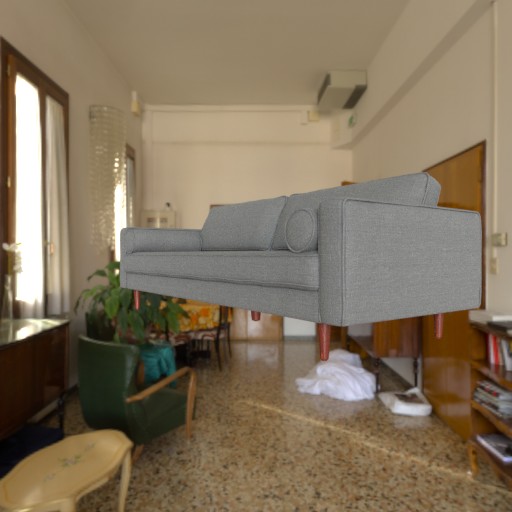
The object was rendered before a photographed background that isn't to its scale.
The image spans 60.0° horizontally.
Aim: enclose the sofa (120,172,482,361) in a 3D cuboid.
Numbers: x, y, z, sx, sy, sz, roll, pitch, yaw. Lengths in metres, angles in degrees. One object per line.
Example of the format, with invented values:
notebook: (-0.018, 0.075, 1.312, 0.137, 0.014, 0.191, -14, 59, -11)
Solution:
sofa: (0.000, 0.000, 2.592, 0.914, 0.762, 2.198, 0, 0, -36)
